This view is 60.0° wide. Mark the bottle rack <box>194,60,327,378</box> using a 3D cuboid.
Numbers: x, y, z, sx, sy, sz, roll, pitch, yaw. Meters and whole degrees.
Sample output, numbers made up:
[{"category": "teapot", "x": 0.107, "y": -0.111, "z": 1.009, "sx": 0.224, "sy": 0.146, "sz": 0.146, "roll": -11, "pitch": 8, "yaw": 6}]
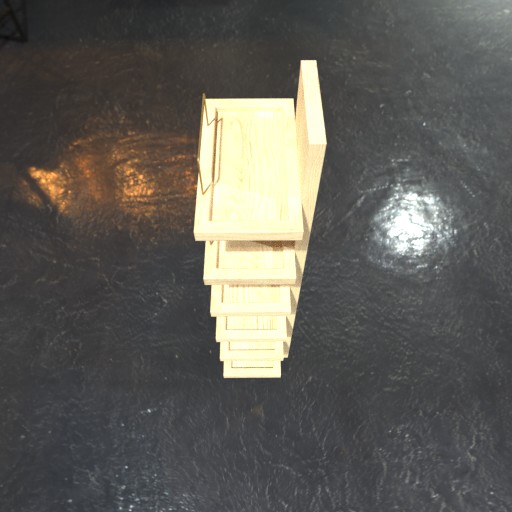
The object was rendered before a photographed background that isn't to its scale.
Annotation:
[{"category": "bottle rack", "x": 0.000, "y": 0.000, "z": 1.104, "sx": 0.206, "sy": 0.943, "sz": 0.330, "roll": 0, "pitch": 58, "yaw": 0}]
